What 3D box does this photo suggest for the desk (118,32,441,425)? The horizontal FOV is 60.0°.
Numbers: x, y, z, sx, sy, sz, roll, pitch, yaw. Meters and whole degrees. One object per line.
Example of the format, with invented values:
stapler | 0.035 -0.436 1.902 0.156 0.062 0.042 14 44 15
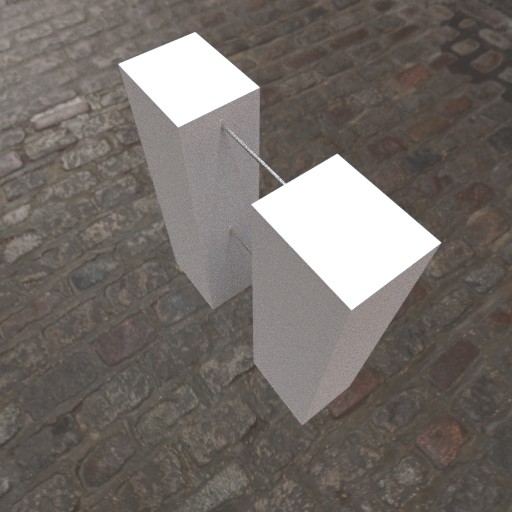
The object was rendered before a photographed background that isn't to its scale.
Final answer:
desk | 0.000 0.000 2.877 0.480 2.000 1.770 -33 63 -19
